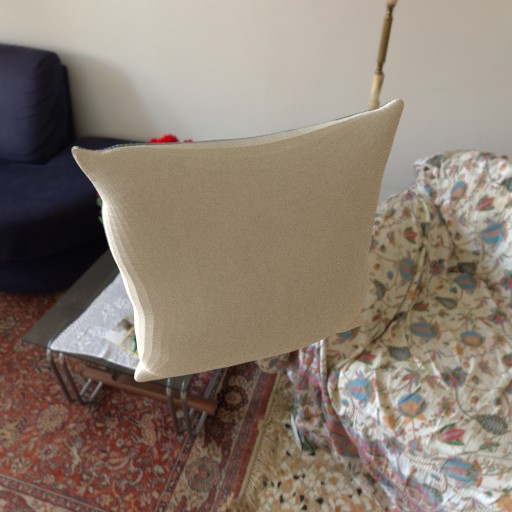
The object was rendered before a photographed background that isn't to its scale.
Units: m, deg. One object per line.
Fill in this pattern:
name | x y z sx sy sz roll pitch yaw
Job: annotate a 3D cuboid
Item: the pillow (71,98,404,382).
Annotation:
pillow | 0.000 0.000 0.684 0.440 0.441 0.182 -12 41 -14
